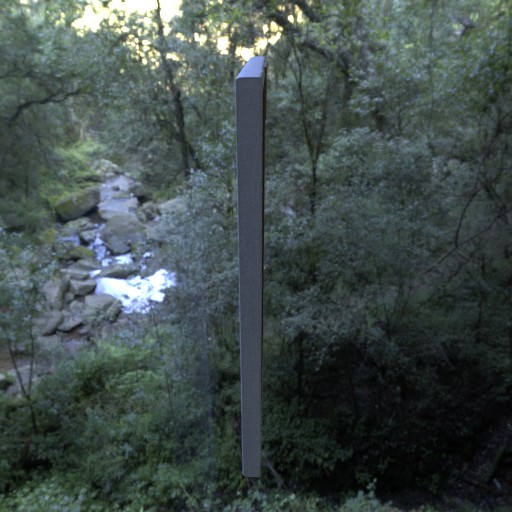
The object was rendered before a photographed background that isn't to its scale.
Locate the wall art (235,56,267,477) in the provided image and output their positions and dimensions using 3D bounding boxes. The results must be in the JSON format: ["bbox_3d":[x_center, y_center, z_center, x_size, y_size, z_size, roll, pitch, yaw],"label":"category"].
[{"bbox_3d":[0.000,0.000,1.149,0.048,0.916,0.602,1,27,1],"label":"wall art"}]
